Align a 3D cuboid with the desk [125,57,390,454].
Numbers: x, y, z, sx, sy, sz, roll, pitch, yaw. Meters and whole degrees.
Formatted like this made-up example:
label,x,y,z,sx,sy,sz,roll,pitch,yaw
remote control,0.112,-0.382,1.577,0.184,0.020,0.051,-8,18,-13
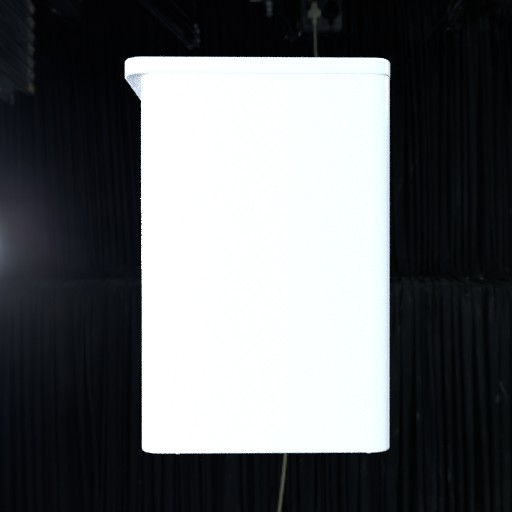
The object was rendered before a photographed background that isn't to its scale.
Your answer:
label,x,y,z,sx,sy,sz,roll,pitch,yaw
desk,0.000,0.000,1.271,0.549,0.800,0.762,0,0,-1
